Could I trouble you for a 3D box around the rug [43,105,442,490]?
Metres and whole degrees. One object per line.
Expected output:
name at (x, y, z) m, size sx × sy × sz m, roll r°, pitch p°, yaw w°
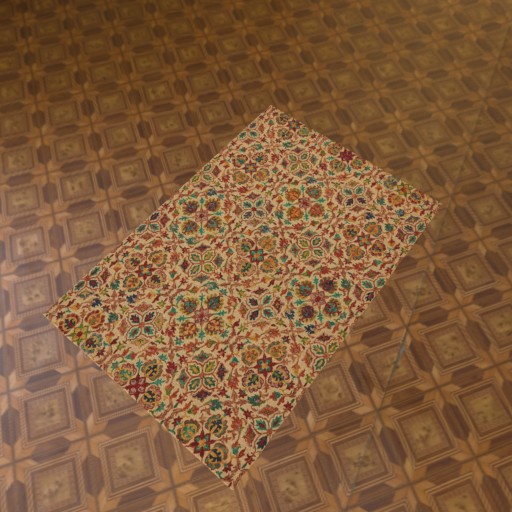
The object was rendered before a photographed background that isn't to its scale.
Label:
rug at (0.000, 0.000, 2.937) m, size 1.541 × 0.018 × 2.297 m, roll 35°, pitch 68°, yaw 17°
